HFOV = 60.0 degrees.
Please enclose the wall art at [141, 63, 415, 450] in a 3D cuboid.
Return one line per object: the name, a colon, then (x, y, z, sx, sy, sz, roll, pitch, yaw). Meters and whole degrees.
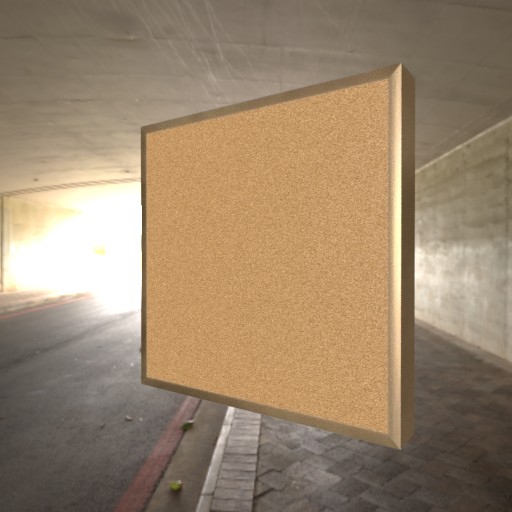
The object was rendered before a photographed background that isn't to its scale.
wall art: (0.000, 0.000, 0.450, 0.305, 0.303, 0.038, 0, 0, 35)
